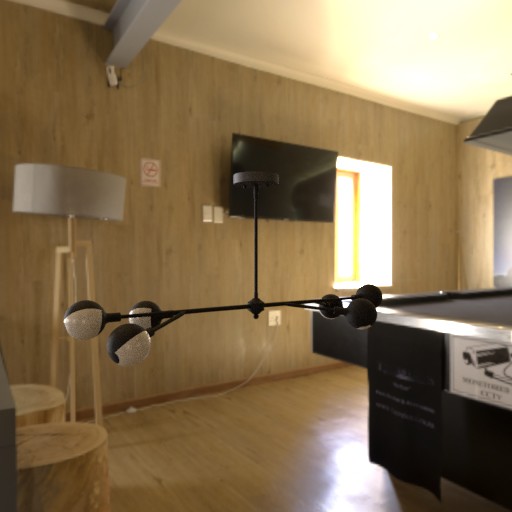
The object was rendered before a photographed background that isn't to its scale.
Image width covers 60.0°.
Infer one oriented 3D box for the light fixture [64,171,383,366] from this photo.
[{"bbox_3d":[0.000,0.000,0.997,0.778,0.362,0.434,0,1,-18],"label":"light fixture"}]
